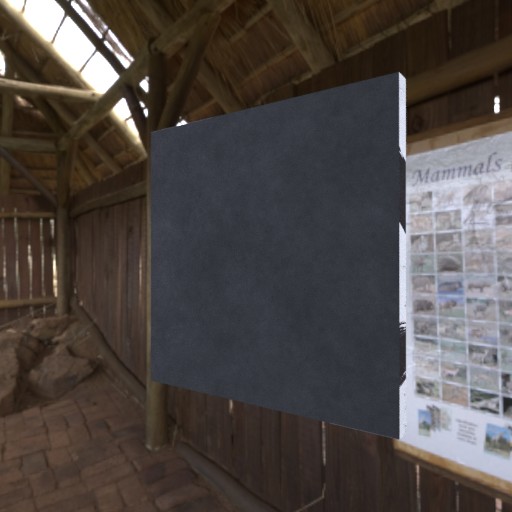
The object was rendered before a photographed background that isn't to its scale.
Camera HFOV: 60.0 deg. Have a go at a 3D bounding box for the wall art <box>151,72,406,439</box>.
[{"bbox_3d":[0.000,0.000,1.161,0.765,0.765,0.046,0,0,36],"label":"wall art"}]
